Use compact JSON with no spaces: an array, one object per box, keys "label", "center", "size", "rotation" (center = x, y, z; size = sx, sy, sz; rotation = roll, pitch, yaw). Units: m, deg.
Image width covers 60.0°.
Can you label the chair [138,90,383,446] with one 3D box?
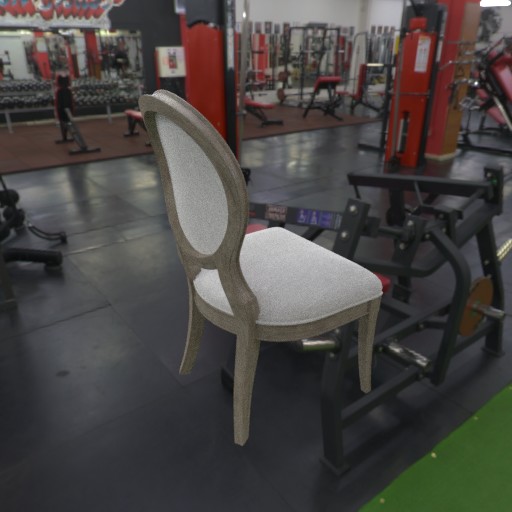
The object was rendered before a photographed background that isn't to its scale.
[{"label":"chair","center":[0.000,0.000,1.374],"size":[0.602,0.990,0.558],"rotation":[-16,29,-31]}]
